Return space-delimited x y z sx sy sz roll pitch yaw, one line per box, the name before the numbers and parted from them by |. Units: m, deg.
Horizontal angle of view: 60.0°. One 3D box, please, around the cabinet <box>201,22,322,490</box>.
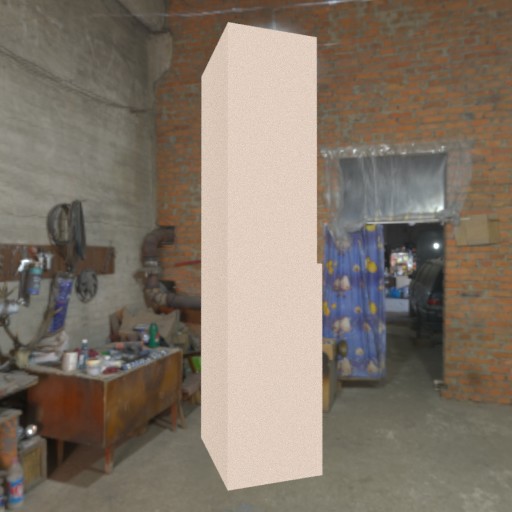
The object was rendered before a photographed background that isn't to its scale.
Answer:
cabinet | 0.000 0.000 1.514 0.300 1.350 0.400 0 -1 -18
